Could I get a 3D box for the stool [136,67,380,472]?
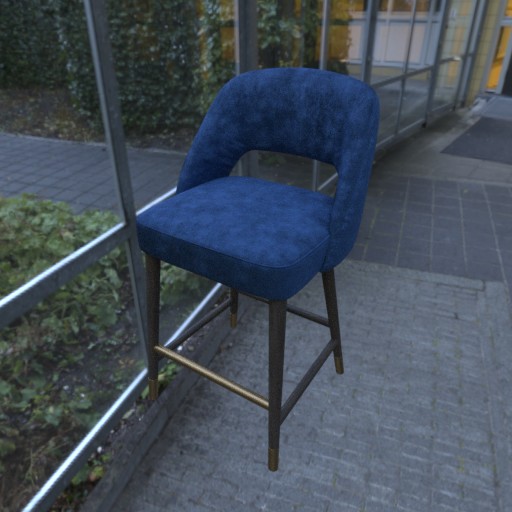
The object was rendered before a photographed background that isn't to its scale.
[{"bbox_3d":[0.000,0.000,1.235,0.536,0.925,0.524,18,34,29],"label":"stool"}]
